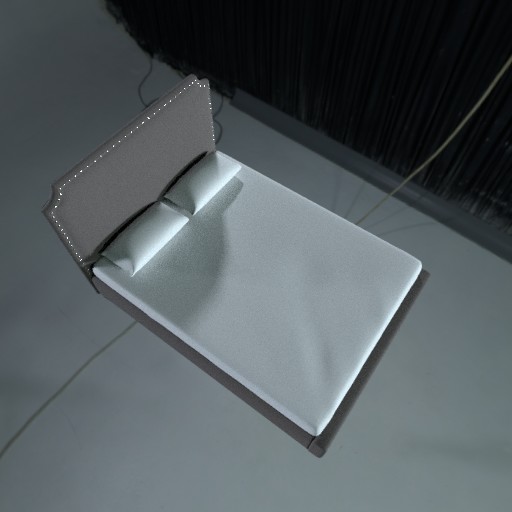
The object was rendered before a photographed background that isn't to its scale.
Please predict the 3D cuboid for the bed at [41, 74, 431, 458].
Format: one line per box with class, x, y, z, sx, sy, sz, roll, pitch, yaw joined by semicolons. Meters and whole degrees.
bed;0.000;0.000;3.441;2.372;1.443;1.713;32;63;18
